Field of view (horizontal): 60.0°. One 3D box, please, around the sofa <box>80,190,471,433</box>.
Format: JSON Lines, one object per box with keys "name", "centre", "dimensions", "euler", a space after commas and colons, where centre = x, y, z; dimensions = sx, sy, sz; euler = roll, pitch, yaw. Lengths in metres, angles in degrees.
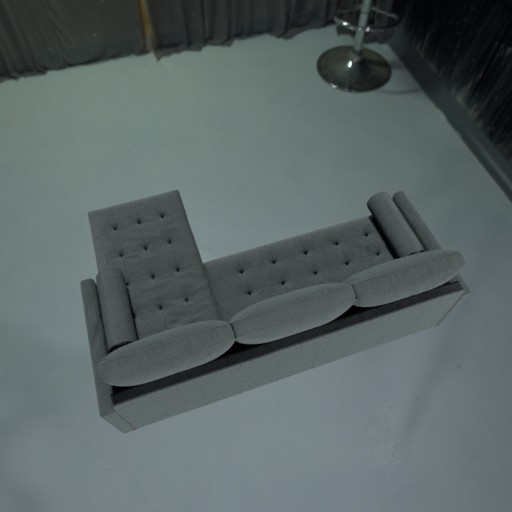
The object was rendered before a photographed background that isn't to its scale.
{"name": "sofa", "centre": [0.000, 0.000, 2.921], "dimensions": [2.178, 0.876, 1.506], "euler": [-16, 59, -10]}
